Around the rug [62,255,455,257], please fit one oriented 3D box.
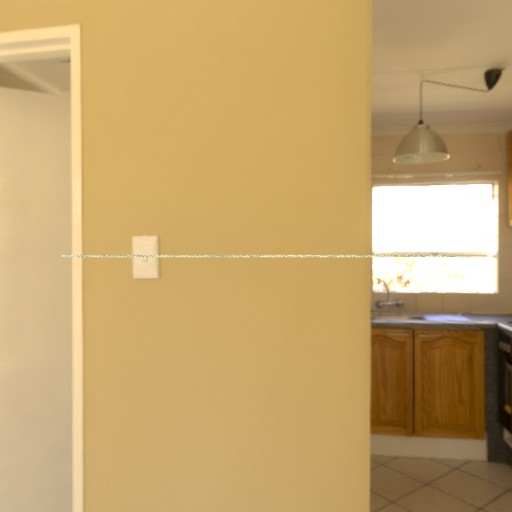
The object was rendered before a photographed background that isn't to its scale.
[{"bbox_3d":[0.000,0.000,2.162,1.142,0.006,1.752,0,0,-1],"label":"rug"}]
